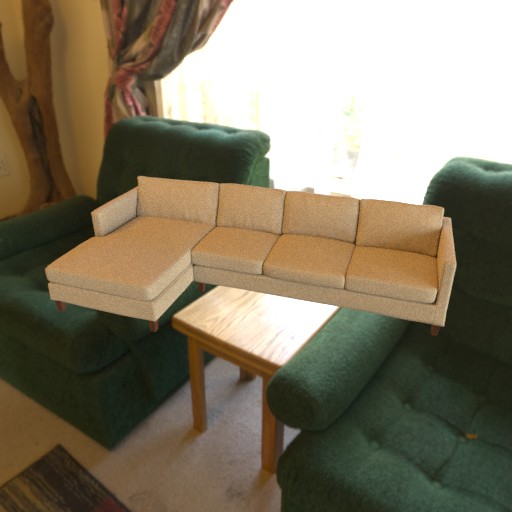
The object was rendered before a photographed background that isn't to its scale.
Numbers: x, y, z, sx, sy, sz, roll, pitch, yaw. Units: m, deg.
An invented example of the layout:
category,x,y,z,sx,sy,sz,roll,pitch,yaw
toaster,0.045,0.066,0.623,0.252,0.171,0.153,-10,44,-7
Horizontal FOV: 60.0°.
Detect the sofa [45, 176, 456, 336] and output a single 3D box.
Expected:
category,x,y,z,sx,sy,sz,roll,pitch,yaw
sofa,0.000,0.000,3.877,3.186,0.846,1.625,9,28,17
